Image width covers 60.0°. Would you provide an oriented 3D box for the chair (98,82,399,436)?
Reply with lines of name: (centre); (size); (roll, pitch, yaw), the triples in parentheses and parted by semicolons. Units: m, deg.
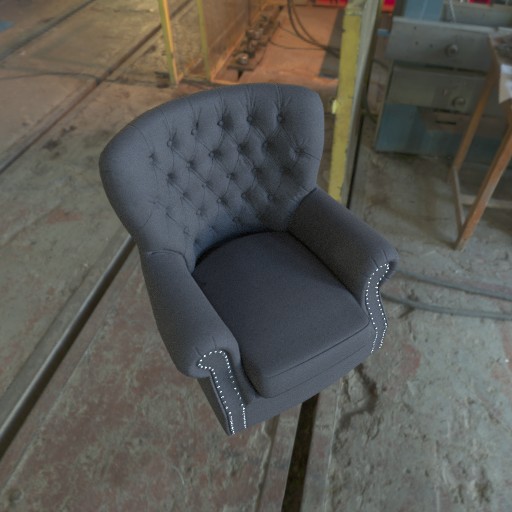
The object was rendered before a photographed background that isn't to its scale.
chair: (0.000, 0.000, 1.819); (0.983, 1.046, 0.983); (-24, 51, -21)
